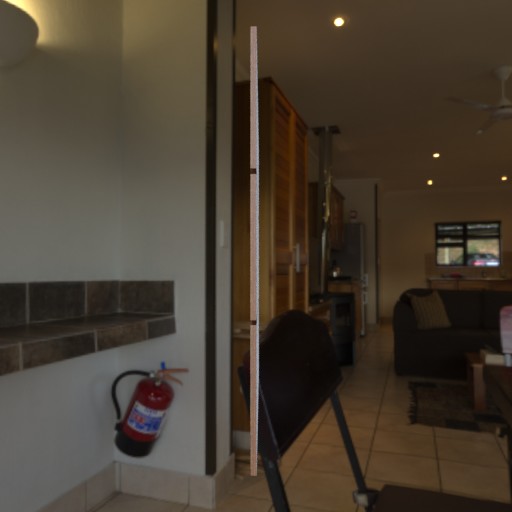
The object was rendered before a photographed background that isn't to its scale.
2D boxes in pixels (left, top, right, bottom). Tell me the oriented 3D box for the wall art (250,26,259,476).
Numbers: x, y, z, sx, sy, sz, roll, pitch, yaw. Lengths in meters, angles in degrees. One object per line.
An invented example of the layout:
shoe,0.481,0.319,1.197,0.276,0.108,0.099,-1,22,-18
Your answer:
wall art,0.000,0.000,1.854,0.017,1.246,1.256,0,-2,1
